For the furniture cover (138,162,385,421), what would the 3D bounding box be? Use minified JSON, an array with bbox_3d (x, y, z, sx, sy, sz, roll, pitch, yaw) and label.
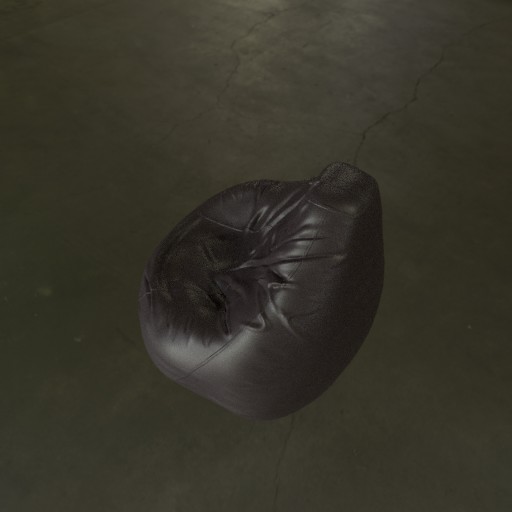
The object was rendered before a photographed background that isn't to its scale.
[{"bbox_3d":[0.000,0.000,1.869,1.070,0.990,1.070,19,50,16],"label":"furniture cover"}]
